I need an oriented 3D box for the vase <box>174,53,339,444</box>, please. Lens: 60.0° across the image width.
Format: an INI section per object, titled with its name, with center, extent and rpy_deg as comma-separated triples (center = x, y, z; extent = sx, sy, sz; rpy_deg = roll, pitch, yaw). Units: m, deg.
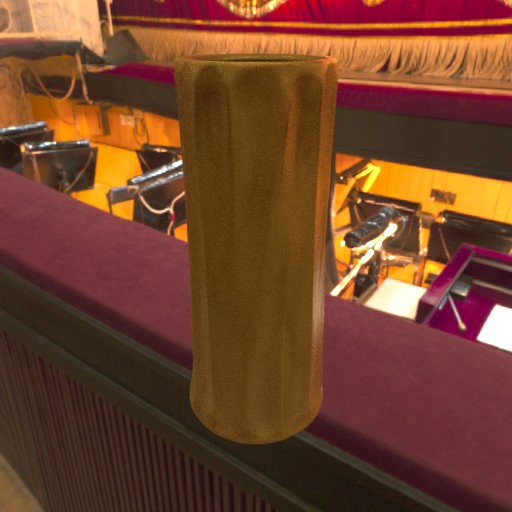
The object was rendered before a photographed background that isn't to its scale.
[vase]
center = 0.000, 0.000, 0.174
extent = 0.061, 0.143, 0.061
rpy_deg = 0, 27, 0
